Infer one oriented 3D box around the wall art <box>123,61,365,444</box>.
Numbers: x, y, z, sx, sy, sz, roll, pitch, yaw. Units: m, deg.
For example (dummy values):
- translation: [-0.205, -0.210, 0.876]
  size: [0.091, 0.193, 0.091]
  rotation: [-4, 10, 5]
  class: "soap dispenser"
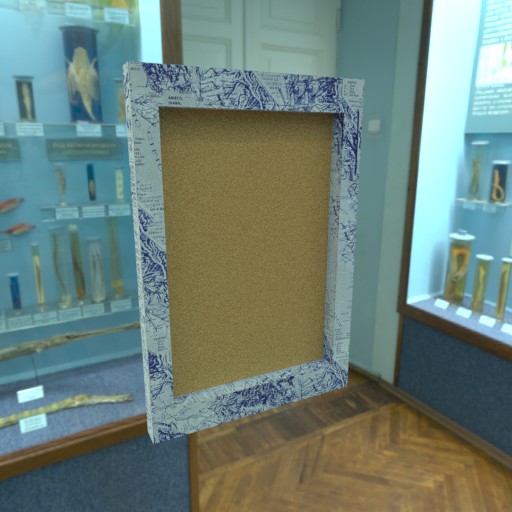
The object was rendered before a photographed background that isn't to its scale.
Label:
- translation: [0.000, 0.000, 0.488]
  size: [0.255, 0.376, 0.025]
  rotation: [-7, 16, -26]
  class: "wall art"
